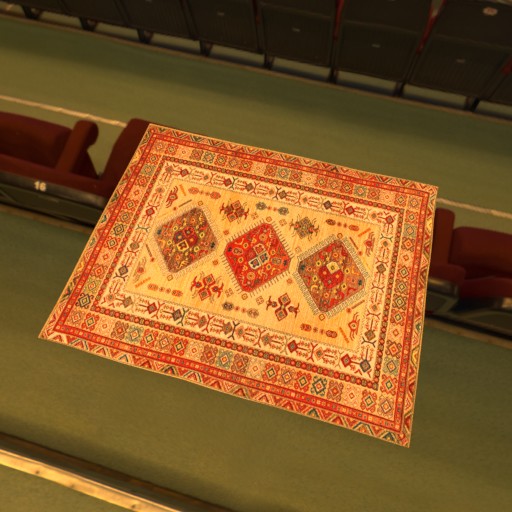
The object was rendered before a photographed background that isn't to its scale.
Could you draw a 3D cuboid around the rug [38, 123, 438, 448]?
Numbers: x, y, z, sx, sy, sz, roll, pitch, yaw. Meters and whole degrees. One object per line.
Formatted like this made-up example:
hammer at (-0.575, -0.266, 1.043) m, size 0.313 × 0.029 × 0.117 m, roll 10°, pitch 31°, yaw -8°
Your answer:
rug at (0.000, 0.000, 4.024) m, size 3.067 × 0.005 × 2.460 m, roll 14°, pitch 64°, yaw 7°
